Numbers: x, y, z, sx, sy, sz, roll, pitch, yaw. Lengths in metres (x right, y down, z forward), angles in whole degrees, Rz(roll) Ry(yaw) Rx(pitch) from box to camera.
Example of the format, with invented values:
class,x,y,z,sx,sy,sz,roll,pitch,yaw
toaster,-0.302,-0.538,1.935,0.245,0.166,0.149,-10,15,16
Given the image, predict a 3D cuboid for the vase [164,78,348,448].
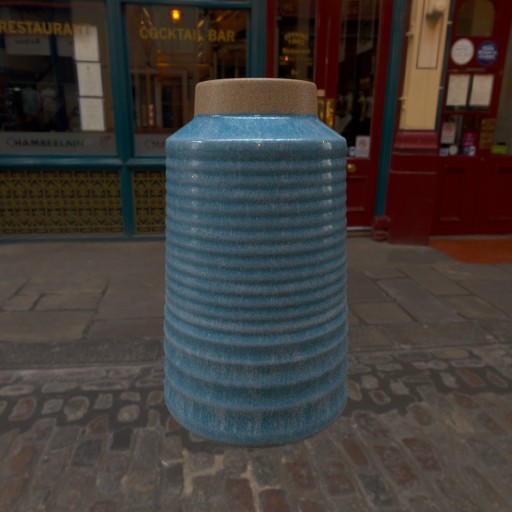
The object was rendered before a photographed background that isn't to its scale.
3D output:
class,x,y,z,sx,sy,sz,roll,pitch,yaw
vase,0.000,0.000,0.369,0.163,0.267,0.163,0,16,0
